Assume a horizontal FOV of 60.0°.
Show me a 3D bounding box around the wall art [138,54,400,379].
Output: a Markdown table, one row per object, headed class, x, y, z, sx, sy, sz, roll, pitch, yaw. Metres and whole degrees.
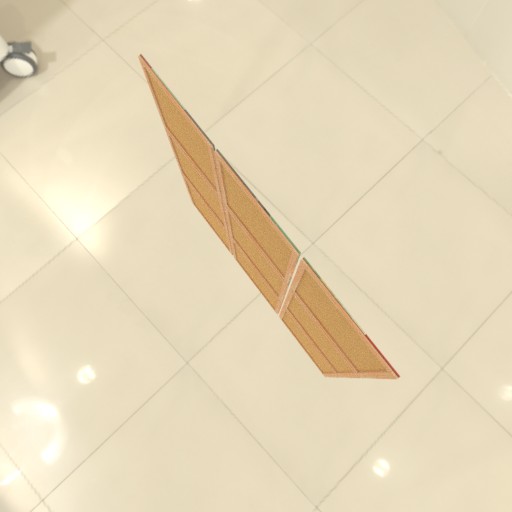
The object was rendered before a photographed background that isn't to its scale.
| class | x | y | z | sx | sy | sz | roll | pitch | yaw |
| --- | --- | --- | --- | --- | --- | --- | --- | --- | --- |
| wall art | 0.000 | 0.000 | 1.847 | 0.013 | 1.220 | 1.216 | -36 | 78 | -9 |
